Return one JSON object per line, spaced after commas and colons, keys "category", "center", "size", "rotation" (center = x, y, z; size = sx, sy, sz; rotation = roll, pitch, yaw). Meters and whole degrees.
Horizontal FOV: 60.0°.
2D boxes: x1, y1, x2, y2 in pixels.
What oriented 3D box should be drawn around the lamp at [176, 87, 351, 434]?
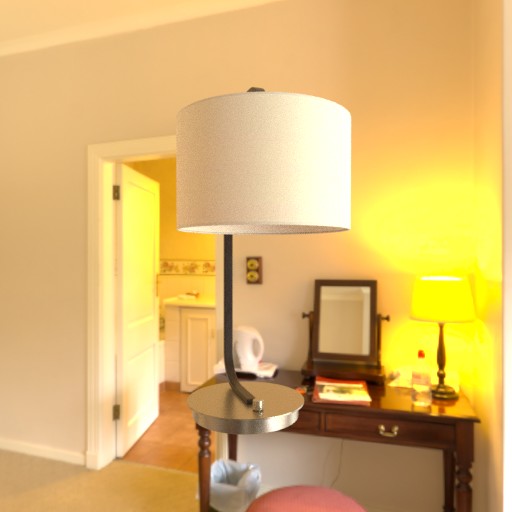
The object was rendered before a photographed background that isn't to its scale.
{"category": "lamp", "center": [0.000, 0.000, 0.621], "size": [0.230, 0.473, 0.288], "rotation": [0, 0, -20]}
